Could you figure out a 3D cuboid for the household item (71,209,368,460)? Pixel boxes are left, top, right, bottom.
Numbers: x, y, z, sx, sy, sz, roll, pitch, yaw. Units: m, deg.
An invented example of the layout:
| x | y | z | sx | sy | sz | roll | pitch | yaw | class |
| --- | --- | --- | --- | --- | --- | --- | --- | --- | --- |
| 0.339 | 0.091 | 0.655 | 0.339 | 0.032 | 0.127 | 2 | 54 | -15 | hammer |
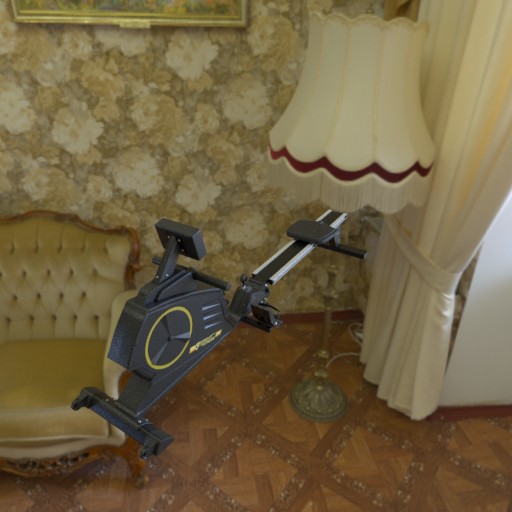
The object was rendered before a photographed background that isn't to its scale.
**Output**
| x | y | z | sx | sy | sz | roll | pitch | yaw | class |
| --- | --- | --- | --- | --- | --- | --- | --- | --- | --- |
| 0.000 | 0.000 | 2.536 | 0.521 | 0.810 | 2.251 | 18 | 32 | 31 | household item |
